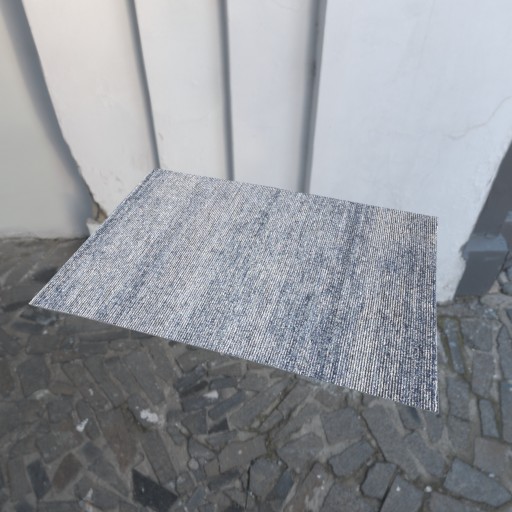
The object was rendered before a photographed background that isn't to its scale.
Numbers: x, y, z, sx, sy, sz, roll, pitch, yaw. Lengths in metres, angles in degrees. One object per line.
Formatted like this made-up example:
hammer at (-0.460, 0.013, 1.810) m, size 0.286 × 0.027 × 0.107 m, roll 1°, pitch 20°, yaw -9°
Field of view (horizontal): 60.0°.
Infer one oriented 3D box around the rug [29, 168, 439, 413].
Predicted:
rug at (0.000, 0.000, 2.961) m, size 2.349 × 0.030 × 1.624 m, roll 12°, pitch 44°, yaw 13°
